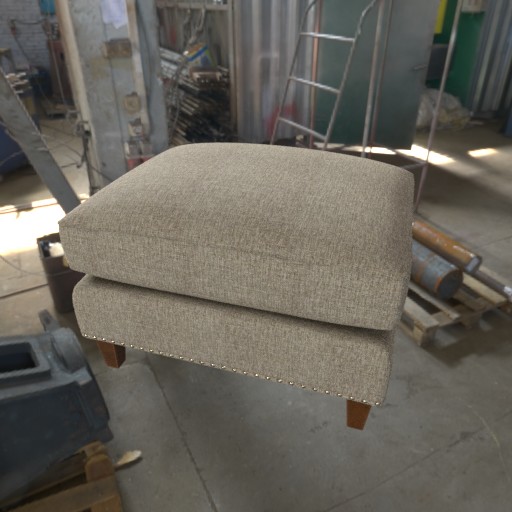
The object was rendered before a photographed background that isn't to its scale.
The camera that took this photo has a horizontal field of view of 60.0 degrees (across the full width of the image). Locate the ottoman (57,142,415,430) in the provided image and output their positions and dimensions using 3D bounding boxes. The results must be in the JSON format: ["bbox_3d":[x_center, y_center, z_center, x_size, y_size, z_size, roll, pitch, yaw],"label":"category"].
[{"bbox_3d":[0.000,0.000,1.173,0.741,0.513,0.584,9,32,15],"label":"ottoman"}]
